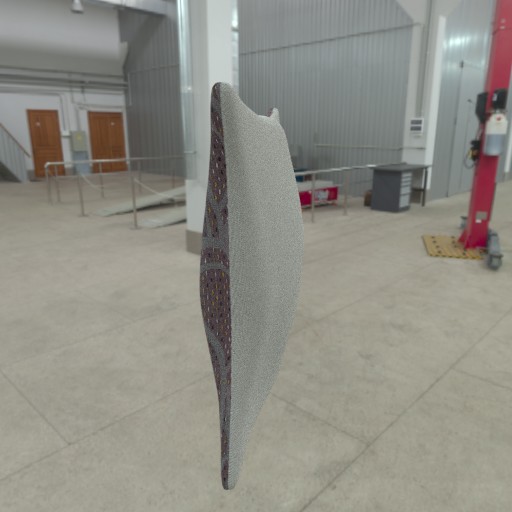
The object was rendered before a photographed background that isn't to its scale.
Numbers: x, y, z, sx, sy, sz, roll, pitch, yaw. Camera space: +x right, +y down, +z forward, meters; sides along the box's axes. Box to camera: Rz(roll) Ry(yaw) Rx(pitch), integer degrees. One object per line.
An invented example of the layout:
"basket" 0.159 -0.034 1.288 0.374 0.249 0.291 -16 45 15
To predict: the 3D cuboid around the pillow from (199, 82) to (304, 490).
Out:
"pillow" 0.000 0.000 0.765 0.163 0.513 0.514 2 16 8
